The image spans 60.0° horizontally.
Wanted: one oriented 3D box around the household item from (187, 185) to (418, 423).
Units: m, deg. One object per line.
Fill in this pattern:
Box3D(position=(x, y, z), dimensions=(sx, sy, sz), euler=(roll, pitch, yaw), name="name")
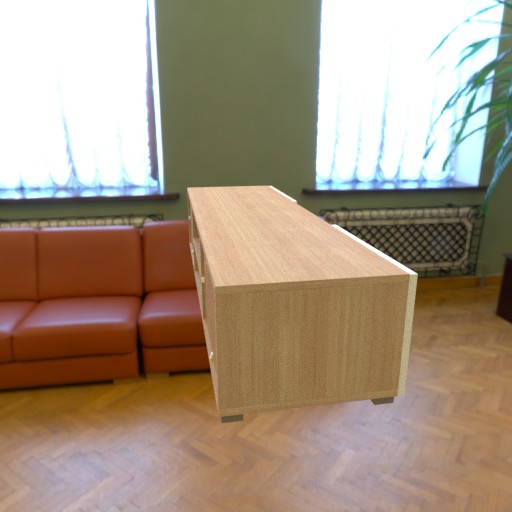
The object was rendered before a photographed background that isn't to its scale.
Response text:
Box3D(position=(0.000, 0.000, 1.582), dimensions=(0.420, 0.310, 1.400), euler=(-3, 17, -10), name="household item")
